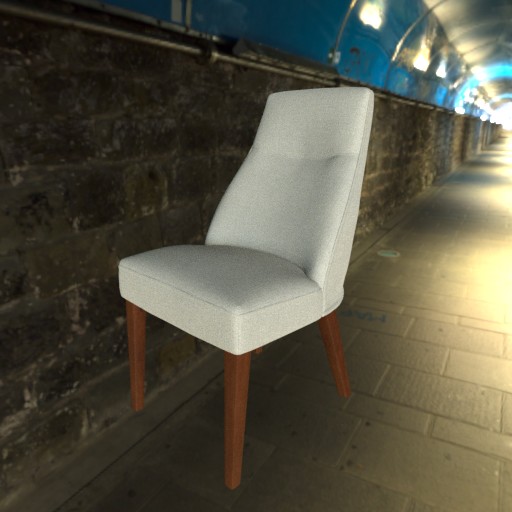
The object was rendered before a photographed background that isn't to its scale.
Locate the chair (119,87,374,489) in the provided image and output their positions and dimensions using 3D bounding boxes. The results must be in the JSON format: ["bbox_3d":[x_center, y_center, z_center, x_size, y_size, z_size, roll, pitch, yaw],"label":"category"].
[{"bbox_3d":[0.000,0.000,1.274,0.500,0.930,0.620,16,23,42],"label":"chair"}]
